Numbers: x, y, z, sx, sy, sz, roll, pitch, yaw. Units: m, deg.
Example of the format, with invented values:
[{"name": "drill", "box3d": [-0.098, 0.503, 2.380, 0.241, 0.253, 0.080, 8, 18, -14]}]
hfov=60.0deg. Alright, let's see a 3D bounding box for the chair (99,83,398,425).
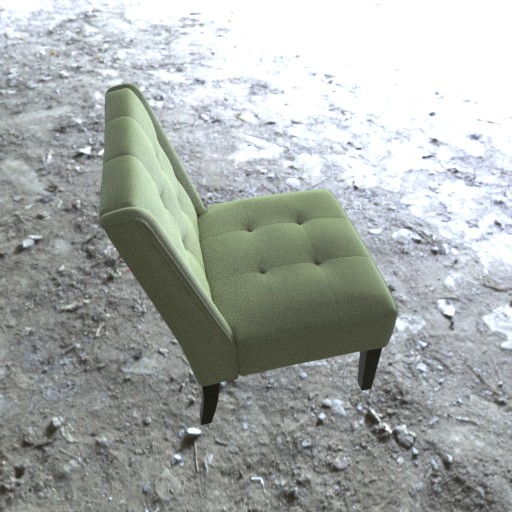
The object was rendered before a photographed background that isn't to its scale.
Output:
[{"name": "chair", "box3d": [0.000, 0.000, 1.286, 0.676, 0.853, 0.569, -9, 45, -9]}]
